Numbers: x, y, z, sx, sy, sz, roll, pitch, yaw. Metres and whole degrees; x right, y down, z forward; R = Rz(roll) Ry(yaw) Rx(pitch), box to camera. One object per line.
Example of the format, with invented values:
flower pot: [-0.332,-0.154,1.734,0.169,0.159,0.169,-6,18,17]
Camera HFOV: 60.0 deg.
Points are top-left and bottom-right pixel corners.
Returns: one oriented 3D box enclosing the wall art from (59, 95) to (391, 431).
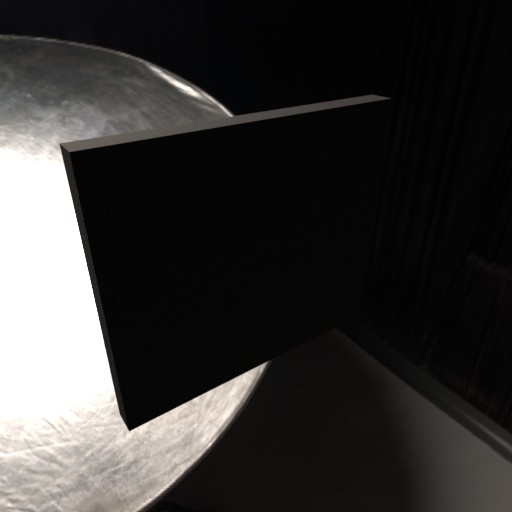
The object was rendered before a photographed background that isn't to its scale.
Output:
wall art: [0.000,0.000,0.537,0.381,0.330,0.031,-19,35,-30]
